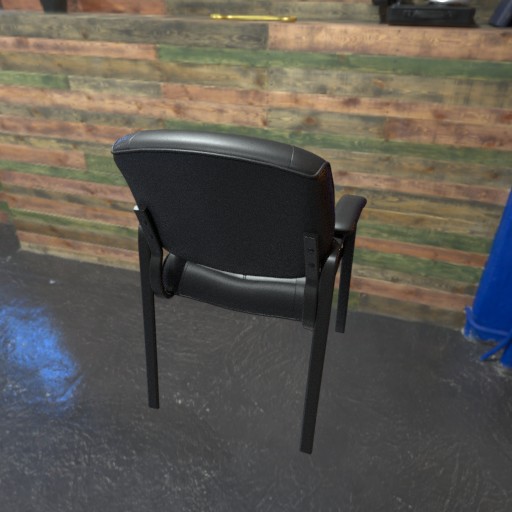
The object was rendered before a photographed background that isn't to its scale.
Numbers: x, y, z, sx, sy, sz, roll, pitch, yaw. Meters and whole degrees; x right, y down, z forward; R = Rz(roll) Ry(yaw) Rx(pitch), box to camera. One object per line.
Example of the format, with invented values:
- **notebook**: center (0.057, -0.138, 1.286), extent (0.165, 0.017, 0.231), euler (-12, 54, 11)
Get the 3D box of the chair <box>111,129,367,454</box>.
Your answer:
- **chair**: center (0.000, 0.000, 1.352), extent (0.591, 0.910, 0.668), euler (10, 33, 16)
